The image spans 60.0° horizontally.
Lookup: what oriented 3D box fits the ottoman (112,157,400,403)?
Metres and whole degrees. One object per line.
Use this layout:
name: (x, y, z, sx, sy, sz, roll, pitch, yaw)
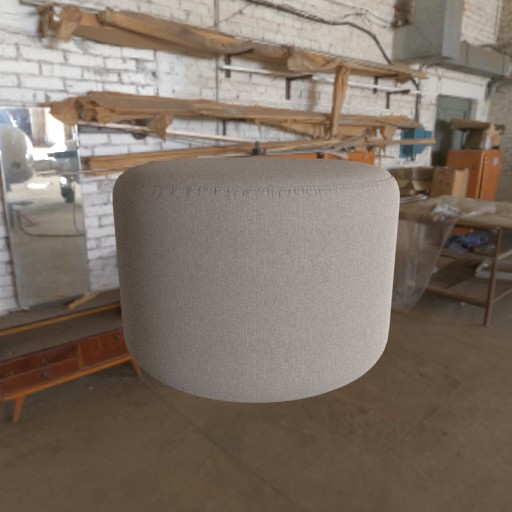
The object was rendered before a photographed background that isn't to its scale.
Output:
ottoman: (0.000, 0.000, 1.018, 0.608, 0.433, 0.608, 0, 15, 0)
